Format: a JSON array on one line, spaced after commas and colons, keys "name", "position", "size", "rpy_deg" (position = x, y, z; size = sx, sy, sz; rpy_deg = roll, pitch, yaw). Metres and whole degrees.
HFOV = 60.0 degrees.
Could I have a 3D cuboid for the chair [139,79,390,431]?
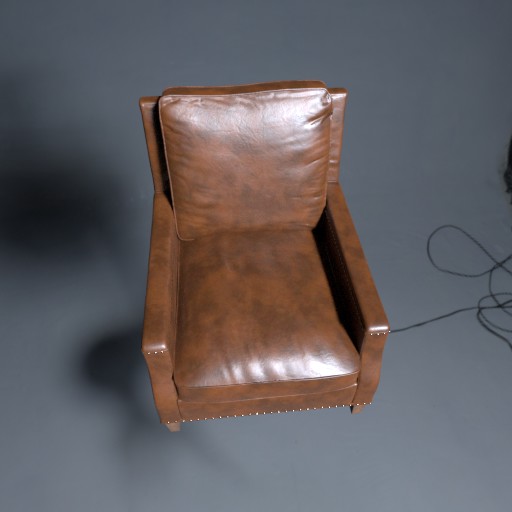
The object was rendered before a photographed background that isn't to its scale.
[{"name": "chair", "position": [0.000, 0.000, 1.799], "size": [0.854, 1.054, 1.035], "rpy_deg": [-4, 47, -4]}]
